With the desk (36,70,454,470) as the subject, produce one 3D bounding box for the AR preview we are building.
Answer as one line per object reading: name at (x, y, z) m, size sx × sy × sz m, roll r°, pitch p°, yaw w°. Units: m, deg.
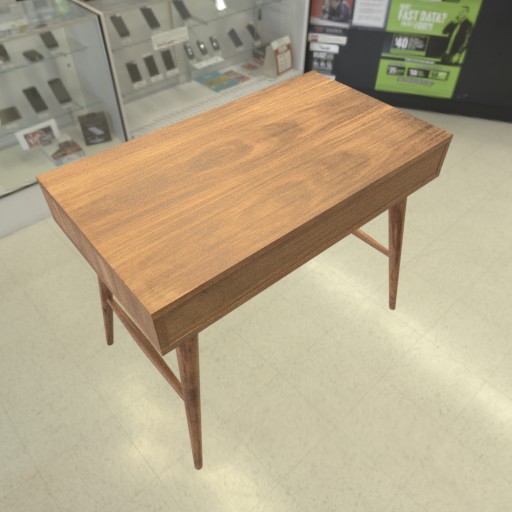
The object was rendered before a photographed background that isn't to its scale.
desk at (0.000, 0.000, 1.416) m, size 0.949 × 0.758 × 0.588 m, roll -31°, pitch 53°, yaw -27°
